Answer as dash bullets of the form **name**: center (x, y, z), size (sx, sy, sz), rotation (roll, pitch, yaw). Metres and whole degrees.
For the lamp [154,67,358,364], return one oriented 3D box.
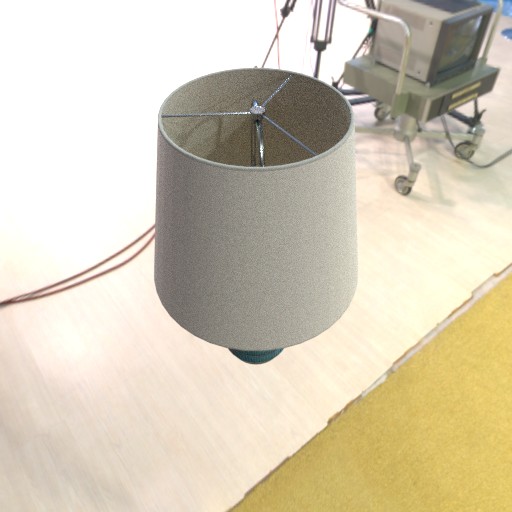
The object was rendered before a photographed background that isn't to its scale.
- **lamp**: center (0.000, 0.000, 0.550), size (0.254, 0.392, 0.254), rotation (0, 47, 0)
